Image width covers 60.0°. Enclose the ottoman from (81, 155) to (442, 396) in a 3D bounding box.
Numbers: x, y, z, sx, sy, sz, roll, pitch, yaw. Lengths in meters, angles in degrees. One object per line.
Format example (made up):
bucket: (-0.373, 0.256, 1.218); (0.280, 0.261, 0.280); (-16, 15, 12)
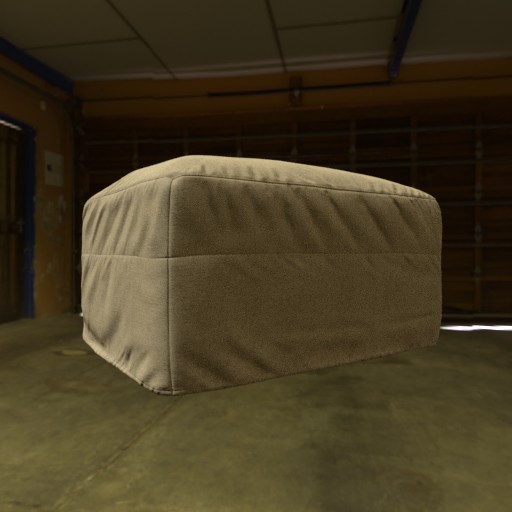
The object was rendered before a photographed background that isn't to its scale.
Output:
ottoman: (0.000, 0.000, 1.243); (0.837, 0.481, 0.683); (0, 0, -34)
